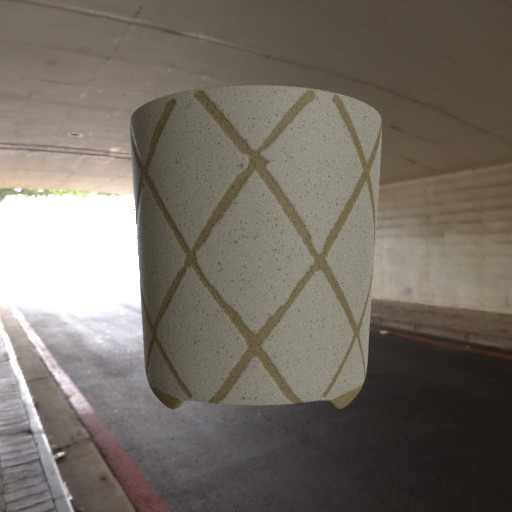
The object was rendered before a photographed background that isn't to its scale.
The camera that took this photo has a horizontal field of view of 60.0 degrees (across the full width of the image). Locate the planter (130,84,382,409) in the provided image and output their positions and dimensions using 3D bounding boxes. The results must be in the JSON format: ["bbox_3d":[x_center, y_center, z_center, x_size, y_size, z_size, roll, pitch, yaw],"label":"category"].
[{"bbox_3d":[0.000,0.000,0.349,0.191,0.199,0.191,0,1,0],"label":"planter"}]
